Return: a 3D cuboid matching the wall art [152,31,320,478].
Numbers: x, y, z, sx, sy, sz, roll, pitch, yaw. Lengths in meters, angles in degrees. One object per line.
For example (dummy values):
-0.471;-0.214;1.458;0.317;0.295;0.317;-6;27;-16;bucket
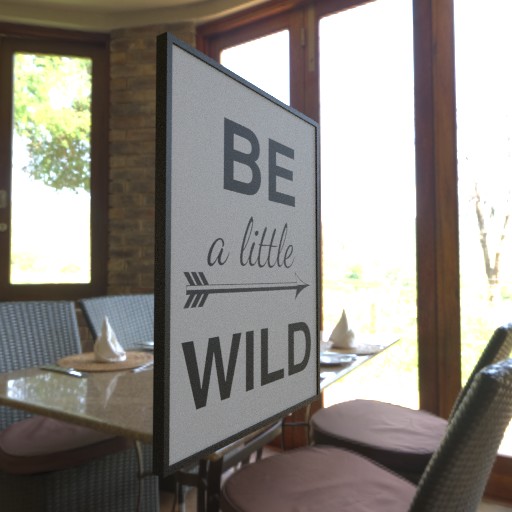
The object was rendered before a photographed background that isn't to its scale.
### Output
0.000;0.000;1.393;0.038;1.062;0.806;-2;-3;35;wall art
